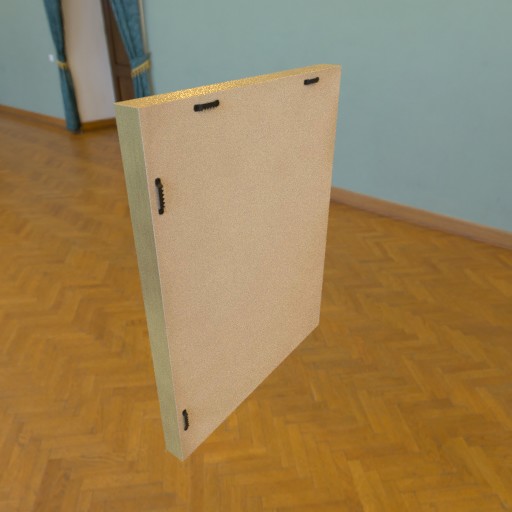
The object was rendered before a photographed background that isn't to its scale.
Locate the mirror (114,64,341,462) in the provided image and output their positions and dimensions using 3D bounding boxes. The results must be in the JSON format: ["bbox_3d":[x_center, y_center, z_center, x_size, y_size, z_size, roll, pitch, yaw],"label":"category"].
[{"bbox_3d":[0.000,0.000,0.682,0.041,0.509,0.406,20,35,31],"label":"mirror"}]
